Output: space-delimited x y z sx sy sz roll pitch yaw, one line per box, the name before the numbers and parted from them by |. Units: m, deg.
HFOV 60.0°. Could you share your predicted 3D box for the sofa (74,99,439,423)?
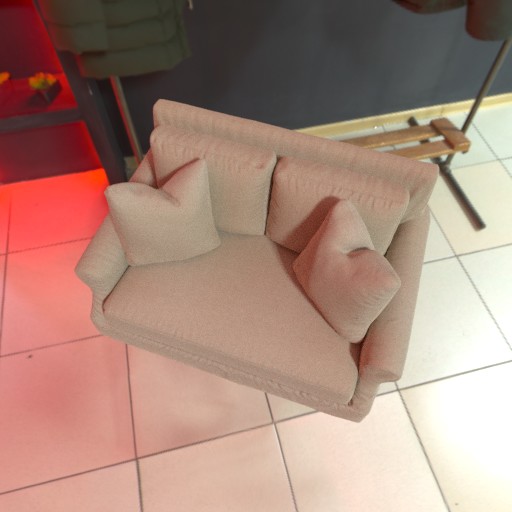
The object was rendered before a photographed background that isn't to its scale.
sofa | 0.000 0.000 2.191 1.550 0.905 1.070 16 59 10
